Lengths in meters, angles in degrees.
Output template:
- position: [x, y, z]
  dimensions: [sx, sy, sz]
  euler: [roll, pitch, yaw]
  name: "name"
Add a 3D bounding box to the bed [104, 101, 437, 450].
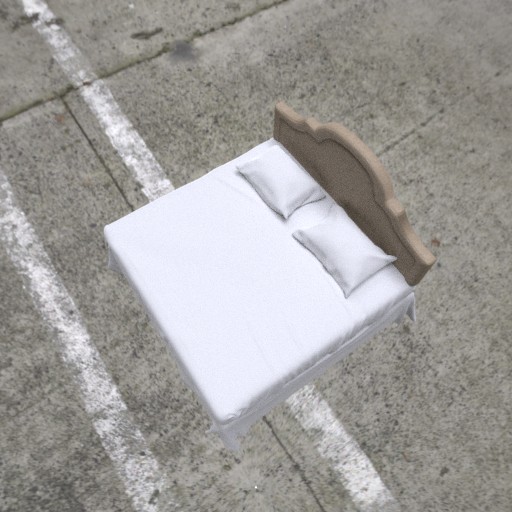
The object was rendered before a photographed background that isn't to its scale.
- position: [0.000, 0.000, 3.779]
  dimensions: [2.222, 1.631, 2.303]
  euler: [-31, 67, -15]
  name: "bed"
